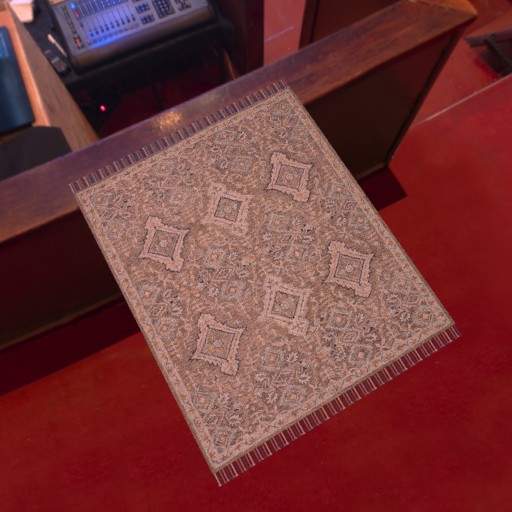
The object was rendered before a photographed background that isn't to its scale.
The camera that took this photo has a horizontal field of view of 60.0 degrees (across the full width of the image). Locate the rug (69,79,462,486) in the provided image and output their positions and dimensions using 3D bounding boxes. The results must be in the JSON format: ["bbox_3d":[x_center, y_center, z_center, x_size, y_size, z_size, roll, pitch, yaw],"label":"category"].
[{"bbox_3d":[0.000,0.000,4.095,2.437,0.010,3.056,-29,76,-8],"label":"rug"}]
